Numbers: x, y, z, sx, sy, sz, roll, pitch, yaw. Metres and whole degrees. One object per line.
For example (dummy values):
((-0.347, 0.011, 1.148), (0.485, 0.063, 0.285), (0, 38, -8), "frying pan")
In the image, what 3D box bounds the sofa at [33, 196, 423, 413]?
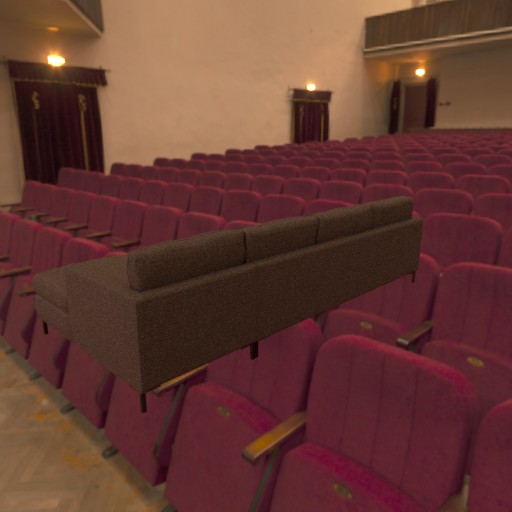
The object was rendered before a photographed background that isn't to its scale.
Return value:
((0.000, 0.000, 3.829), (3.221, 0.892, 1.483), (-15, 21, -42), "sofa")
